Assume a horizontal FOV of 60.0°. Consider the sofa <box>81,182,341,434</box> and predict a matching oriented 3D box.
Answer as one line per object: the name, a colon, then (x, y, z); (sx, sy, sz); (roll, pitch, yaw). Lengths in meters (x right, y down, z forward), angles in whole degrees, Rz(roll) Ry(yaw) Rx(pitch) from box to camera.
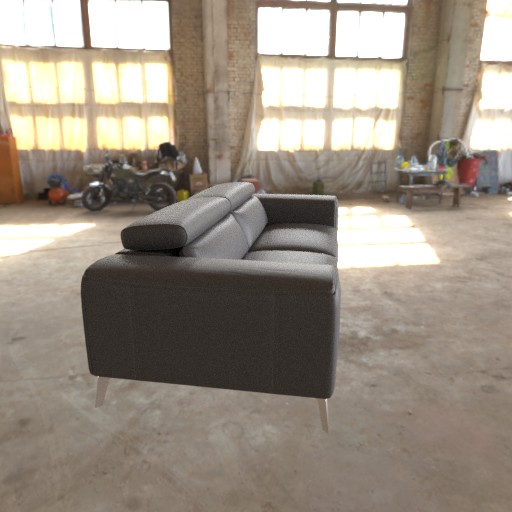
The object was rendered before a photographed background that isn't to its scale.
sofa: (0.000, 0.000, 2.775); (1.023, 0.759, 2.321); (3, 16, 10)
